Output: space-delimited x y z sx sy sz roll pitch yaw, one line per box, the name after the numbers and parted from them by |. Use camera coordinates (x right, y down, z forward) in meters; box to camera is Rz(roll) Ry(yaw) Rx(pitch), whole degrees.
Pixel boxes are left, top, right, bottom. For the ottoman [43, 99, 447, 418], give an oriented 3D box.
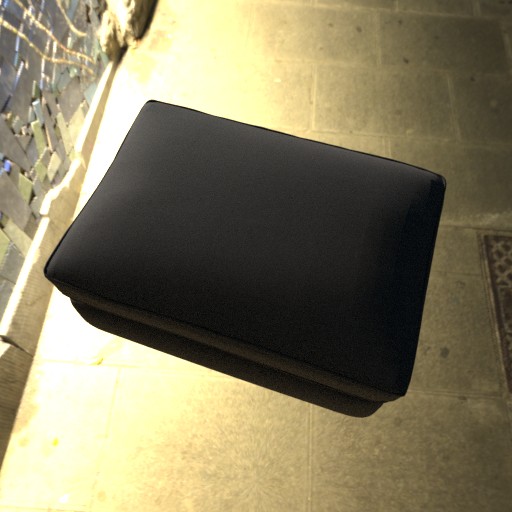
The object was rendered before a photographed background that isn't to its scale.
0.000 0.000 0.976 0.686 0.406 0.508 17 64 8 | ottoman
